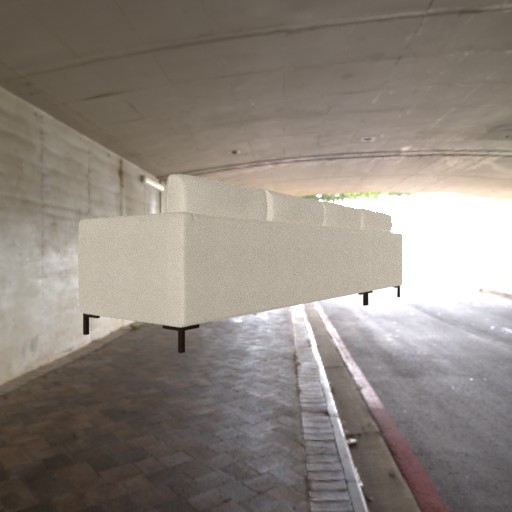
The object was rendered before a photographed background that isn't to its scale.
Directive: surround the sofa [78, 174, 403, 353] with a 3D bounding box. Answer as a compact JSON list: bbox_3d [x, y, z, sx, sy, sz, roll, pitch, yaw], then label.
[{"bbox_3d":[0.000,0.000,3.727,1.467,0.875,3.186,1,1,36],"label":"sofa"}]
